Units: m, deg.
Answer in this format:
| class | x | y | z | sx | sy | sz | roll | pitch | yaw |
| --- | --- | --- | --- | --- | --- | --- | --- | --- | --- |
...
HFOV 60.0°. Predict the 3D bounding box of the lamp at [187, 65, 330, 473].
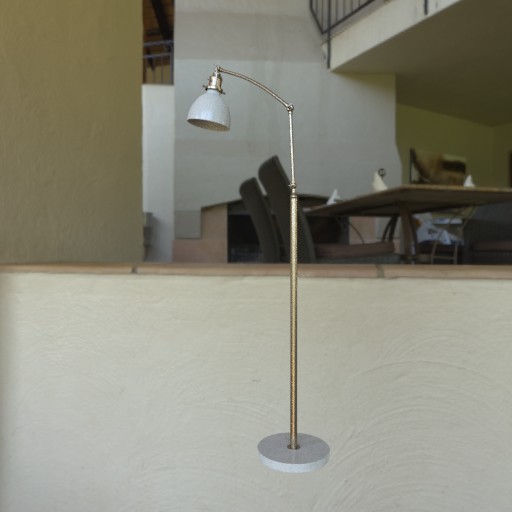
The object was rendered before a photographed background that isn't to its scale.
| class | x | y | z | sx | sy | sz | roll | pitch | yaw |
| --- | --- | --- | --- | --- | --- | --- | --- | --- | --- |
| lamp | 0.000 | 0.000 | 1.806 | 0.599 | 1.586 | 0.288 | 0 | 1 | 17 |
